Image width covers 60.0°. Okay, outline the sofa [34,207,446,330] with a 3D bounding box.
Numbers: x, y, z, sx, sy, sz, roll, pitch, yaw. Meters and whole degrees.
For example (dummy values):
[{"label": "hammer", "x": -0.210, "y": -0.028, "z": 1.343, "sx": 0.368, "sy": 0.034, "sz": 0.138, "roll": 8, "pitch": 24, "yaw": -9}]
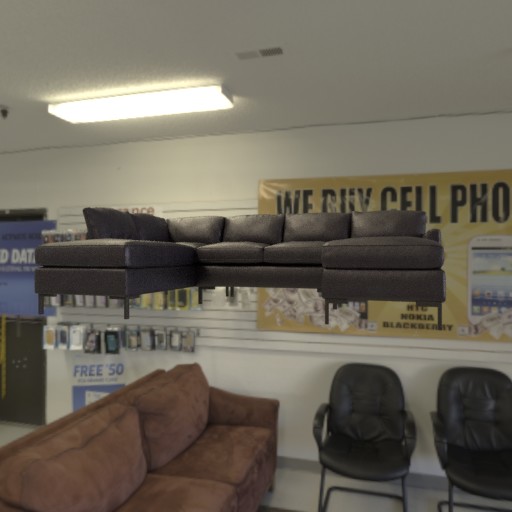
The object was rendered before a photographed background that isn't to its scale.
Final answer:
[{"label": "sofa", "x": 0.000, "y": 0.000, "z": 3.815, "sx": 2.956, "sy": 0.900, "sz": 1.939, "roll": 0, "pitch": 0, "yaw": 19}]
